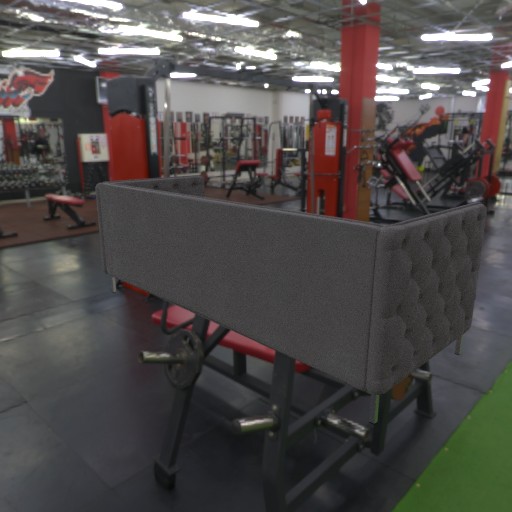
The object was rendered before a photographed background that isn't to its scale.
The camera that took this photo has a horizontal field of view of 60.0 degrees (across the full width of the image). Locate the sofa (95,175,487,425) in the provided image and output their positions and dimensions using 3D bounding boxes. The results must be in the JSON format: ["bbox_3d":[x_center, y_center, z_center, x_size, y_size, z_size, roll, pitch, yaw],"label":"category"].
[{"bbox_3d":[0.000,0.000,2.578,0.895,0.771,2.209,-14,21,-43],"label":"sofa"}]
